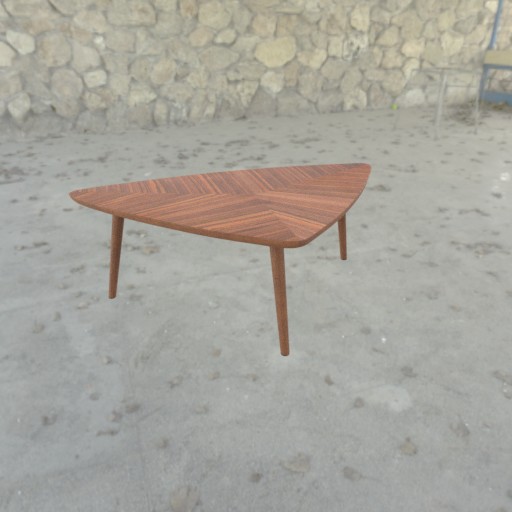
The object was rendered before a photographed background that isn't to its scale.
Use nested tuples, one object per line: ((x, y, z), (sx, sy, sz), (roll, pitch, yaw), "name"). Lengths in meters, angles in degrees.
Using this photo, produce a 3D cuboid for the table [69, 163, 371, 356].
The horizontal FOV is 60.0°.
((0.000, 0.000, 1.338), (1.008, 0.365, 0.601), (-9, 28, -17), "table")
